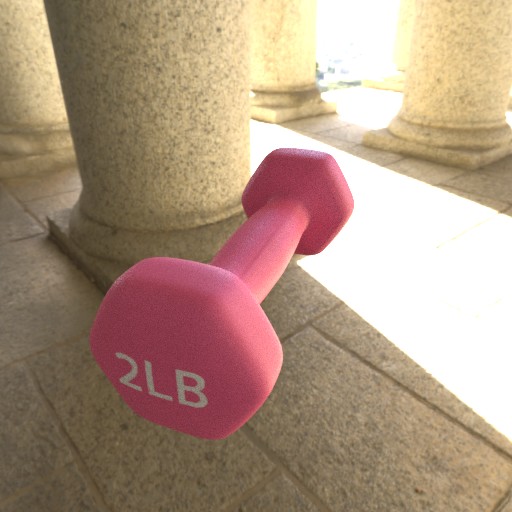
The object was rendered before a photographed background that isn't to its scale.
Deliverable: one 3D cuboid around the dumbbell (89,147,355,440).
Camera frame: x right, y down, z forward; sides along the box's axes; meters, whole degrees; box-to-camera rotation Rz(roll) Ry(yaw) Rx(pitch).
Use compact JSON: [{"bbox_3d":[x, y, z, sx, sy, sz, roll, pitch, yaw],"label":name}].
[{"bbox_3d":[0.000,0.000,0.177,0.058,0.053,0.146,11,31,18],"label":"dumbbell"}]
